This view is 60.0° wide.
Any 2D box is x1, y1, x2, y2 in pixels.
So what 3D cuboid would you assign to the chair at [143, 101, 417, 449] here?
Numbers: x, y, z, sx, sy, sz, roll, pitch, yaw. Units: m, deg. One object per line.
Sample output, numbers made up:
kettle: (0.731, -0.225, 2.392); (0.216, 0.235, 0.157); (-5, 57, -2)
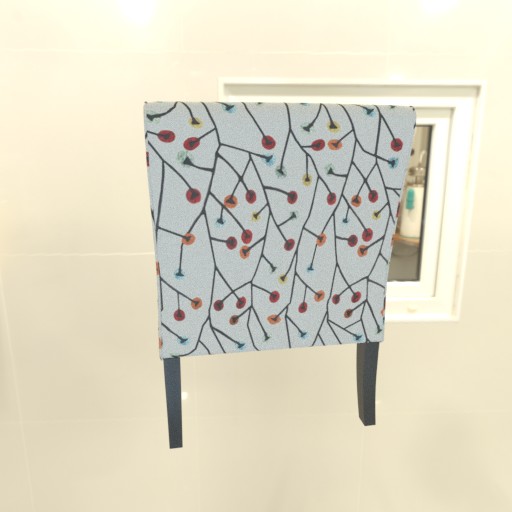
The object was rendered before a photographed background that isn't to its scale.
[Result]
chair: (0.000, 0.000, 1.332); (0.597, 0.813, 0.732); (-2, 14, -10)
